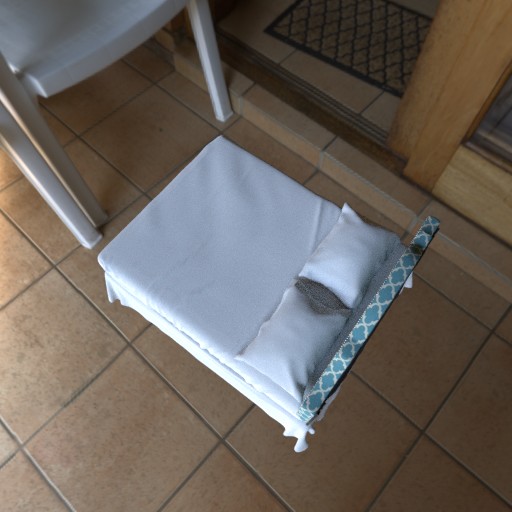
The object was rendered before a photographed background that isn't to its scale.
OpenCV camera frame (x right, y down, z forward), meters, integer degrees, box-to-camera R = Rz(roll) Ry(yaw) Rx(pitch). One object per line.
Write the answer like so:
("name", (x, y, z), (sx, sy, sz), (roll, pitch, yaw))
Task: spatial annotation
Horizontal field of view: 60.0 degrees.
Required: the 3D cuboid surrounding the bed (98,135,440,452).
("bed", (0.000, 0.000, 3.387), (2.222, 1.633, 1.780), (34, 68, 15))
